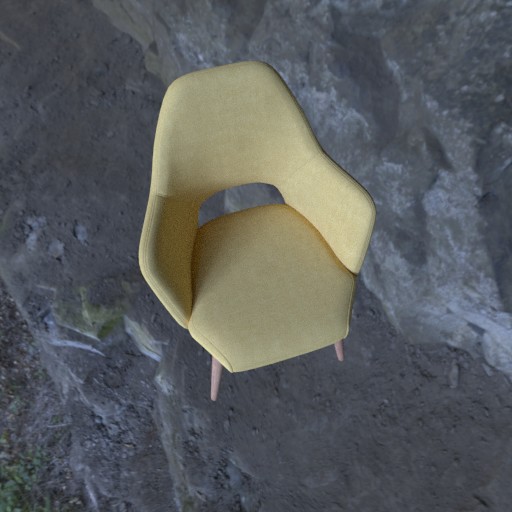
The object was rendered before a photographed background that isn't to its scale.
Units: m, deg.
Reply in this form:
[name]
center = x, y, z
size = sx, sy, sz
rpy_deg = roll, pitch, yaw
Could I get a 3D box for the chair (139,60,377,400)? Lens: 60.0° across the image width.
[chair]
center = 0.000, 0.000, 1.268
size = 0.590, 0.840, 0.610
rpy_deg = -15, 65, -7
